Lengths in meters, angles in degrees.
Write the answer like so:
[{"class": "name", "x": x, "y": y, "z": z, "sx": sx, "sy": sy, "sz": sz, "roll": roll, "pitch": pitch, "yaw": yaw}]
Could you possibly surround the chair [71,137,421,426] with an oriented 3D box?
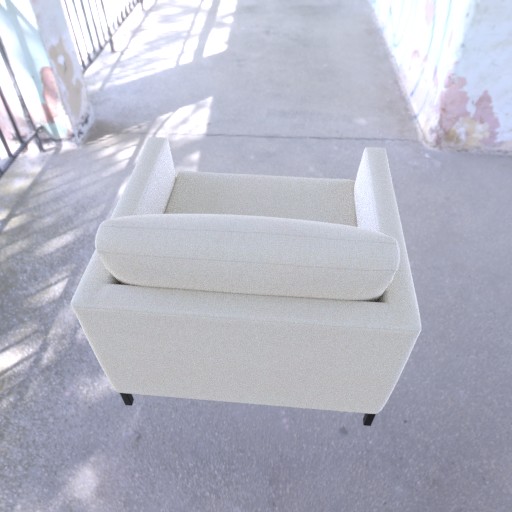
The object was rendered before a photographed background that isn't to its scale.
[{"class": "chair", "x": 0.000, "y": 0.000, "z": 1.610, "sx": 0.964, "sy": 0.806, "sz": 0.875, "roll": 4, "pitch": 46, "yaw": 3}]
